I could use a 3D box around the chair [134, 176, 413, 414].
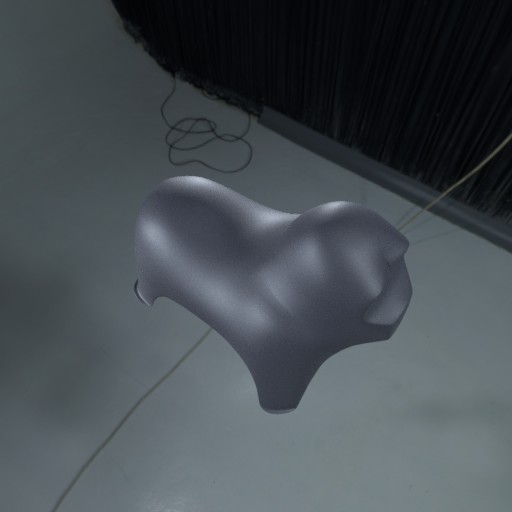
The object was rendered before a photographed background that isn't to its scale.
[{"bbox_3d":[0.000,0.000,1.133,0.758,0.600,0.490,30,63,18],"label":"chair"}]
